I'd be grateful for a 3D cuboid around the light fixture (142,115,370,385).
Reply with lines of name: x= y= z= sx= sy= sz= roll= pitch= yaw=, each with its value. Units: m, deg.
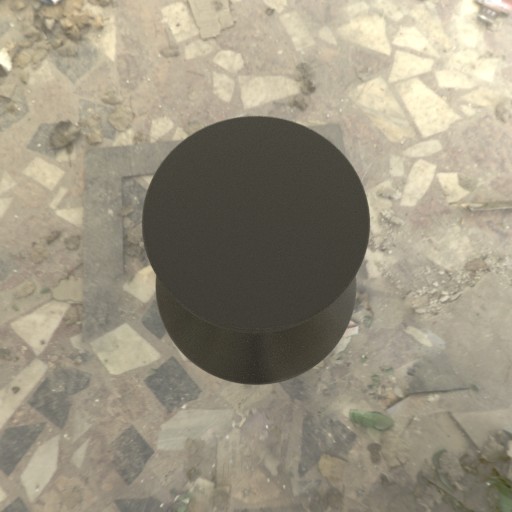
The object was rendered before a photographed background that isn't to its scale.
light fixture: x=0.000 y=0.000 z=0.357 sx=0.200 sy=0.183 sz=0.200 roll=0 pitch=74 yaw=0
